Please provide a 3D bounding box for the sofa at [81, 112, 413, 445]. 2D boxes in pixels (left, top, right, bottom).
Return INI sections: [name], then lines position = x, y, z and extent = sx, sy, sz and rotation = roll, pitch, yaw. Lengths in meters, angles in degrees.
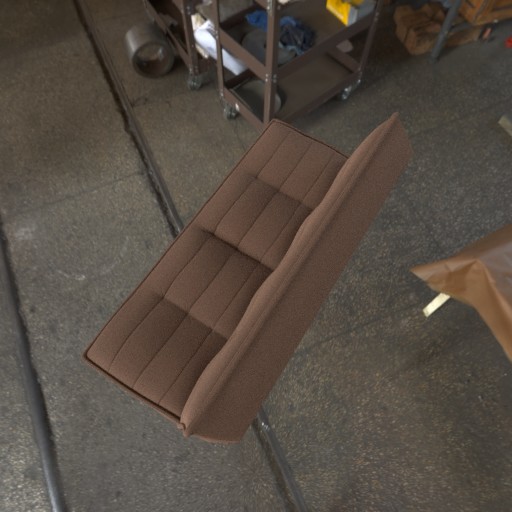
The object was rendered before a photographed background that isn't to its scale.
[sofa]
position = 0.000, 0.000, 2.499
extent = 0.950, 0.890, 1.940
rotation = 30, 67, 14
